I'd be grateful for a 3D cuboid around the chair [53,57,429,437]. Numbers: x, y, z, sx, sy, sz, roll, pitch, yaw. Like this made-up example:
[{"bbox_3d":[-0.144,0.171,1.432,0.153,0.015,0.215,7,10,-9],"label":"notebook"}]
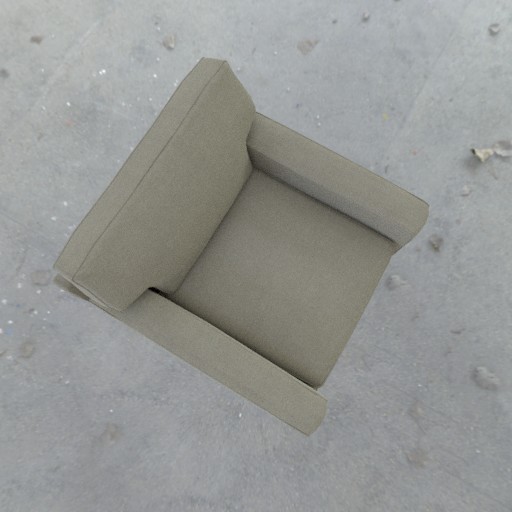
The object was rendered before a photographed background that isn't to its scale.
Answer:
[{"bbox_3d":[0.000,0.000,1.808,1.044,0.934,0.999,30,78,7],"label":"chair"}]
